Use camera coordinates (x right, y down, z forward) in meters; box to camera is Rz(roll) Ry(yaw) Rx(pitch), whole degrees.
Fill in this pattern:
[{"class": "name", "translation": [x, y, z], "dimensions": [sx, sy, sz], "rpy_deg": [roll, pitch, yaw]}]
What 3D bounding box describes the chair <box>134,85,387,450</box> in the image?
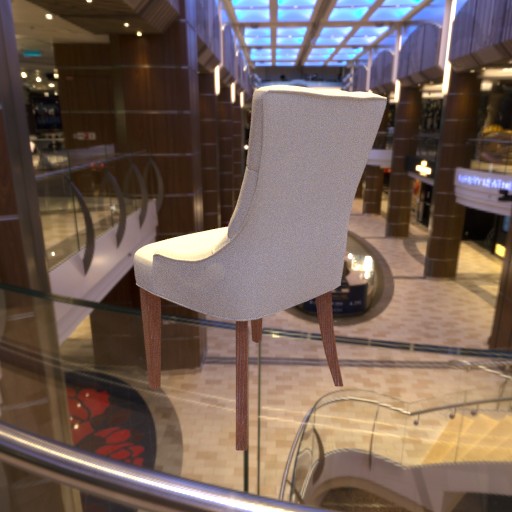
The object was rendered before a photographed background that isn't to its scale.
[{"class": "chair", "translation": [0.000, 0.000, 1.271], "dimensions": [0.509, 0.874, 0.565], "rpy_deg": [-15, 22, -42]}]
